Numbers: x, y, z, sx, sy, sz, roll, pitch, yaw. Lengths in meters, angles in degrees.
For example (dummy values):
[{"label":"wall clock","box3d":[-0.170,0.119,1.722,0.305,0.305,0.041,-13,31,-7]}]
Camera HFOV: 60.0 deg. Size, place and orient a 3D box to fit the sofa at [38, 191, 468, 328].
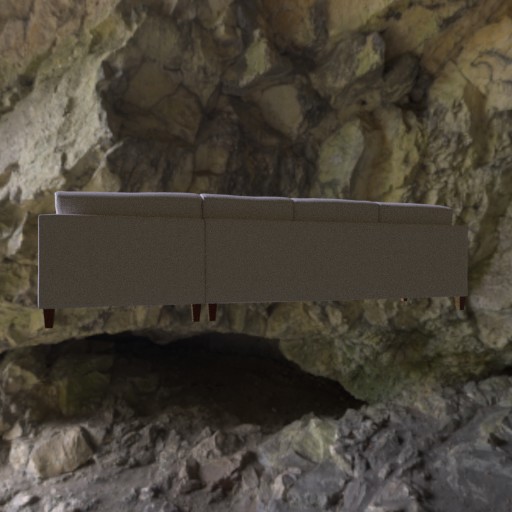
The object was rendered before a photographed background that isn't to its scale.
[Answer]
[{"label":"sofa","box3d":[0.000,0.000,4.129,3.471,0.954,1.599,0,0,-17]}]
